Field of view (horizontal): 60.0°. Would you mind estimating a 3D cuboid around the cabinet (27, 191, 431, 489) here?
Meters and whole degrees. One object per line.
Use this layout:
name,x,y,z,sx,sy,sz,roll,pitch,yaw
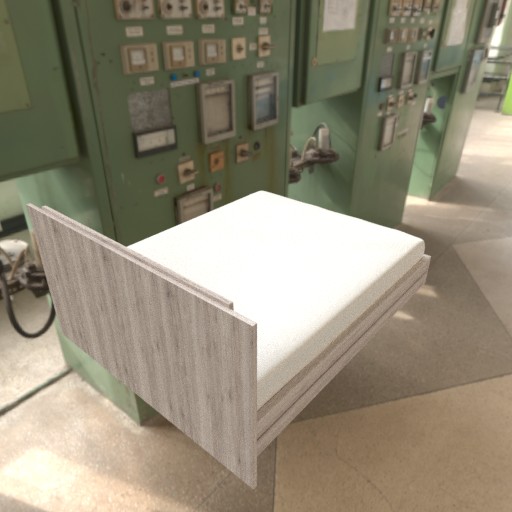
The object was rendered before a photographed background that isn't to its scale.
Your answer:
cabinet,0.000,0.000,3.011,1.750,0.970,2.080,23,36,35
